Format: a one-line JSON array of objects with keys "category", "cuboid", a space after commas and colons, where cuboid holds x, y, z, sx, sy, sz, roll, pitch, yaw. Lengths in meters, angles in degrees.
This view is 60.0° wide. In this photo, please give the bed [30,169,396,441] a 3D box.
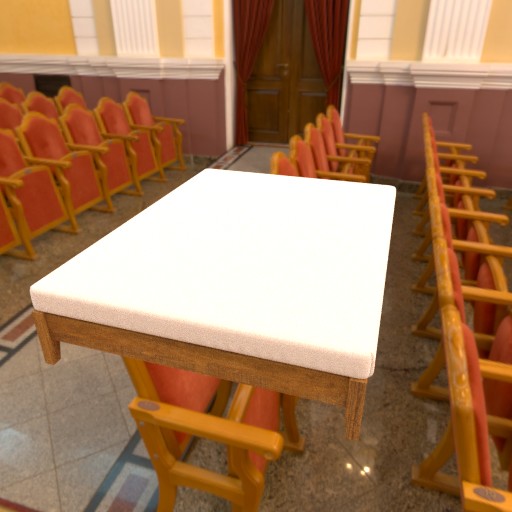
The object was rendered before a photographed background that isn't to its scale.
[{"category": "bed", "cuboid": [0.000, 0.000, 2.719, 1.536, 0.431, 2.016, 8, 28, 16]}]
